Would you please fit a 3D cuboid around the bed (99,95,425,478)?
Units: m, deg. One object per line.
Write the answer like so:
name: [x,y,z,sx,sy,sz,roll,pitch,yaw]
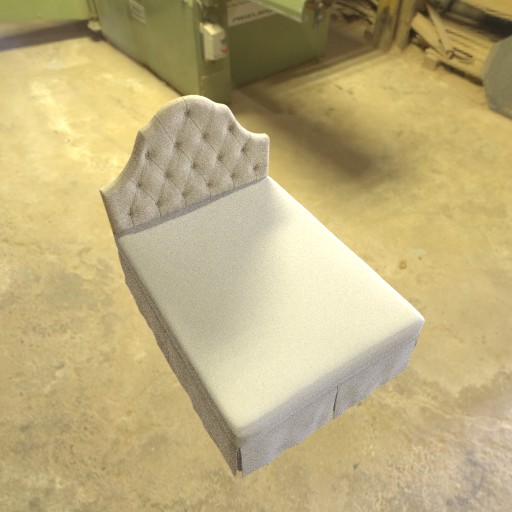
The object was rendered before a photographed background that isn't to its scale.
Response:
bed: [0.000,0.000,3.232,1.627,1.575,2.092,-24,51,-22]
